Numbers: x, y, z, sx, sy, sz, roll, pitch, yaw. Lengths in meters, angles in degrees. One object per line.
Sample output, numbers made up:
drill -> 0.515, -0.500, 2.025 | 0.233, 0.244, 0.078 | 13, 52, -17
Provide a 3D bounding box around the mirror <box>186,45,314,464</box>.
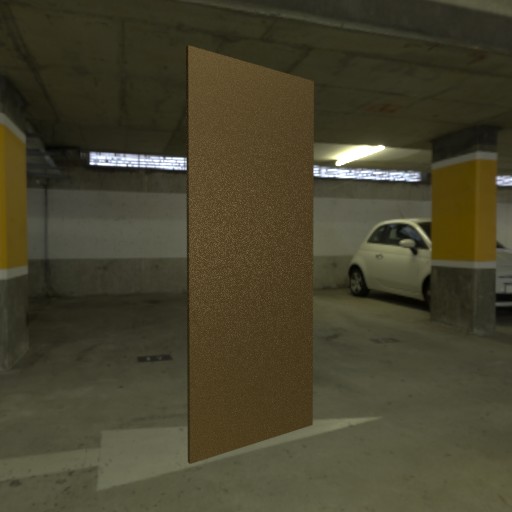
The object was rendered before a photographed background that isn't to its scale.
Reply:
mirror -> 0.000, 0.000, 2.394 | 0.812, 2.031, 0.025 | -1, 2, -35
